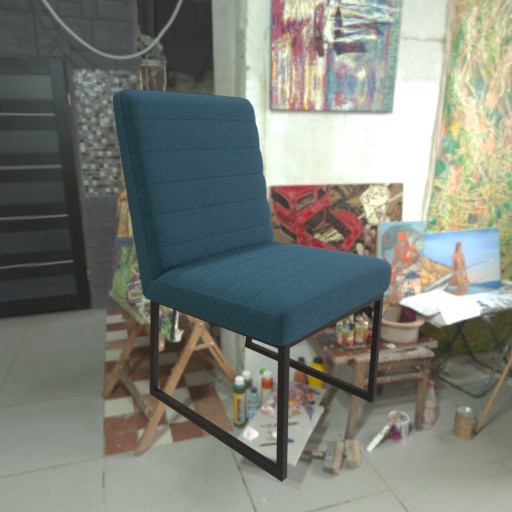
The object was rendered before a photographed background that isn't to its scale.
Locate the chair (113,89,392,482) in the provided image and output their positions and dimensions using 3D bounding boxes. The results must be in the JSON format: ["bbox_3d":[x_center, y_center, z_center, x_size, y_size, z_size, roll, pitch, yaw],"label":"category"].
[{"bbox_3d":[0.000,0.000,1.306,0.634,0.930,0.520,14,21,41],"label":"chair"}]
